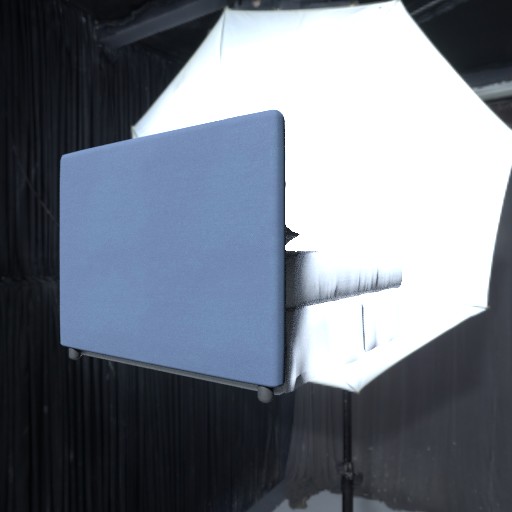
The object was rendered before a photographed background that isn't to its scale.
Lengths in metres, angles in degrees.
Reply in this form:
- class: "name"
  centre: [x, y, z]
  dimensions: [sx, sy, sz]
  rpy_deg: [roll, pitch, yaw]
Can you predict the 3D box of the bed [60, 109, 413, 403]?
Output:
- class: "bed"
  centre: [0.000, 0.000, 3.281]
  dimensions: [1.713, 1.330, 2.162]
  rpy_deg: [0, 0, 34]
